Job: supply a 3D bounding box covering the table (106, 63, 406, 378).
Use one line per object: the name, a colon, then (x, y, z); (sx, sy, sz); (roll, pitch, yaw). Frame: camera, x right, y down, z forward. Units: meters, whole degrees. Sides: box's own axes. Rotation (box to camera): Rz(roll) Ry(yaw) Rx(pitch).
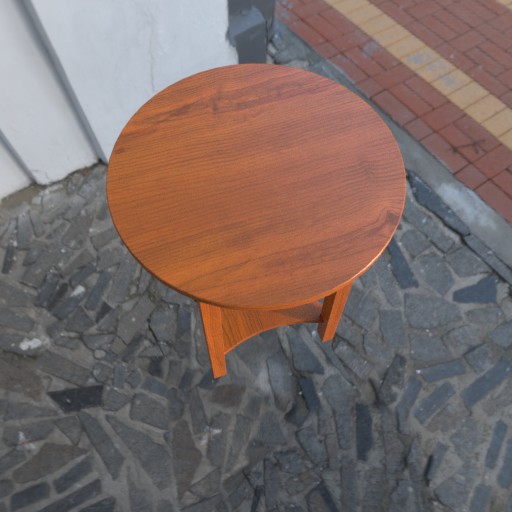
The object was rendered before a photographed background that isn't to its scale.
table: (0.000, 0.000, 0.953); (0.457, 0.610, 0.457); (0, 63, 0)
